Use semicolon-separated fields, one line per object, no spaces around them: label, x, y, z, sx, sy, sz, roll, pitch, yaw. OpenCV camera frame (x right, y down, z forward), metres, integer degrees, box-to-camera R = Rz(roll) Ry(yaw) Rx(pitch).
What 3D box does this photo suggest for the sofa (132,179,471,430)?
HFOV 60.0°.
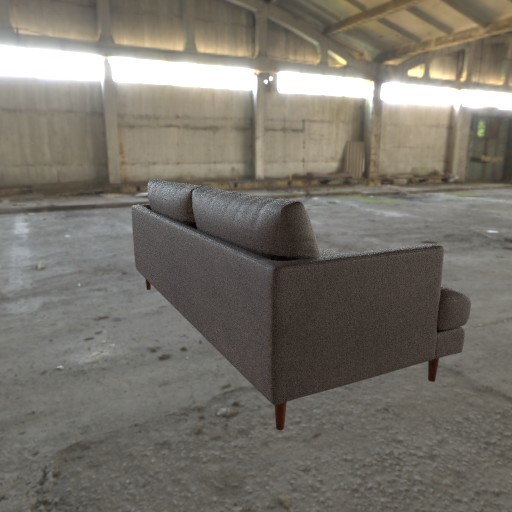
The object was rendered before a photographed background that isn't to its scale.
sofa;0.000;0.000;2.708;1.020;0.868;2.250;-6;14;-26
